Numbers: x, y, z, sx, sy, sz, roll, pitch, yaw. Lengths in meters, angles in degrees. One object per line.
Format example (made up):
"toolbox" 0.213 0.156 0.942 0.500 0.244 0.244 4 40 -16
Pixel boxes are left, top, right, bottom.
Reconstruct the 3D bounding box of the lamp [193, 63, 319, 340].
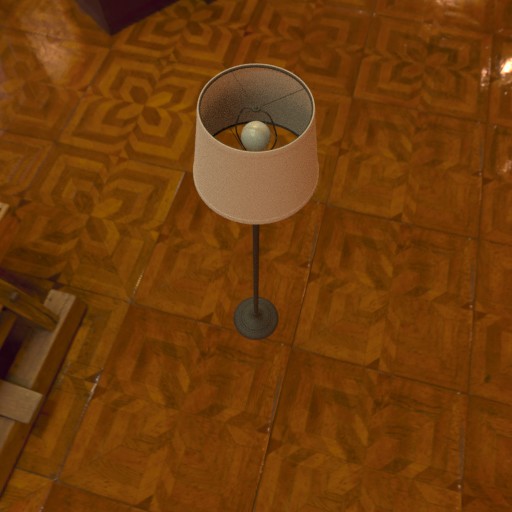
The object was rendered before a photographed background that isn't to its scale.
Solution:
"lamp" 0.000 0.000 1.632 0.327 1.506 0.327 16 66 7
